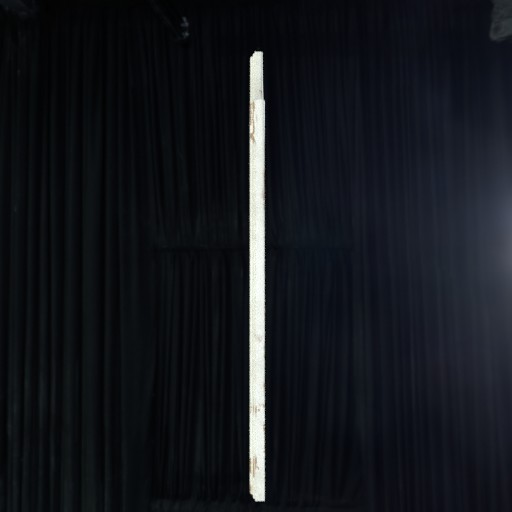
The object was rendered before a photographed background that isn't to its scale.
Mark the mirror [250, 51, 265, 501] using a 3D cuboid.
[{"bbox_3d":[0.000,0.000,0.848,0.022,0.717,0.403,0,-1,-1],"label":"mirror"}]
